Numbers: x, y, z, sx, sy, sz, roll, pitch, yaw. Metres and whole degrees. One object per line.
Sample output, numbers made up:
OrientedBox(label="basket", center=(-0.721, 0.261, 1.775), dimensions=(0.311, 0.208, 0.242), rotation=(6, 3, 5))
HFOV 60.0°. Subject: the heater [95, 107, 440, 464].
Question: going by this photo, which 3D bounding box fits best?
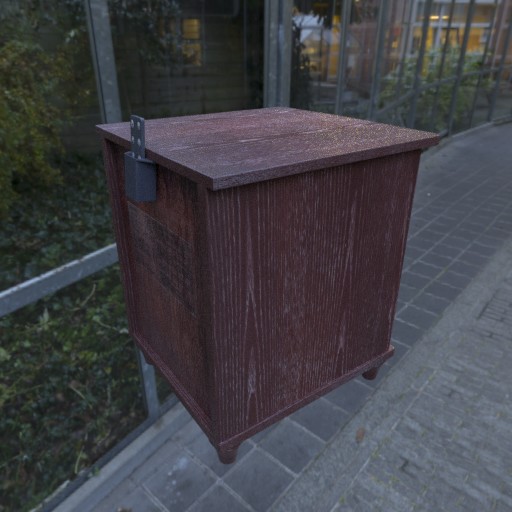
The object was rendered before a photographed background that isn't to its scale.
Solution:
OrientedBox(label="heater", center=(0.000, 0.000, 0.741), dimensions=(0.400, 0.481, 0.362), rotation=(-17, 31, -31))
